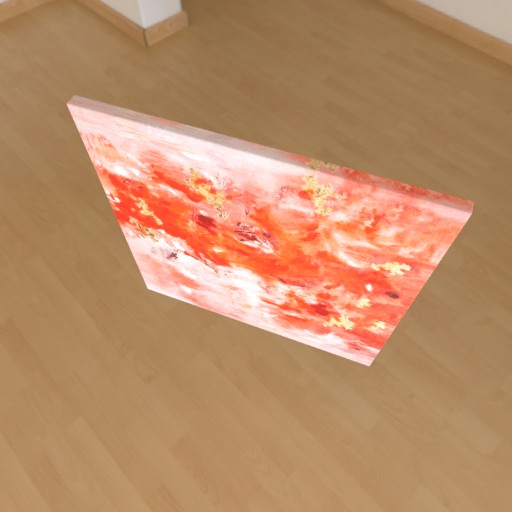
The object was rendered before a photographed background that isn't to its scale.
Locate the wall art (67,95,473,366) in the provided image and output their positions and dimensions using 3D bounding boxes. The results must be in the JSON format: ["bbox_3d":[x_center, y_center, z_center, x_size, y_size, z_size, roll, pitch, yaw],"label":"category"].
[{"bbox_3d":[0.000,0.000,1.288,0.878,0.878,0.066,18,60,11],"label":"wall art"}]
